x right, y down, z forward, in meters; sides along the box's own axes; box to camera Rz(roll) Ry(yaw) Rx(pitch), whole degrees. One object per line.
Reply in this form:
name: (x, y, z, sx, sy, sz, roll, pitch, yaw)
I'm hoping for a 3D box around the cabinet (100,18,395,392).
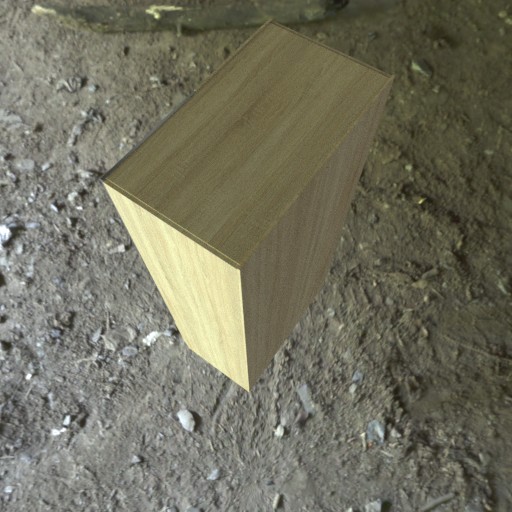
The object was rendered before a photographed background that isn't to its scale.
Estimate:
cabinet: (0.000, 0.000, 2.524, 0.590, 2.121, 1.001, 32, 68, 15)
